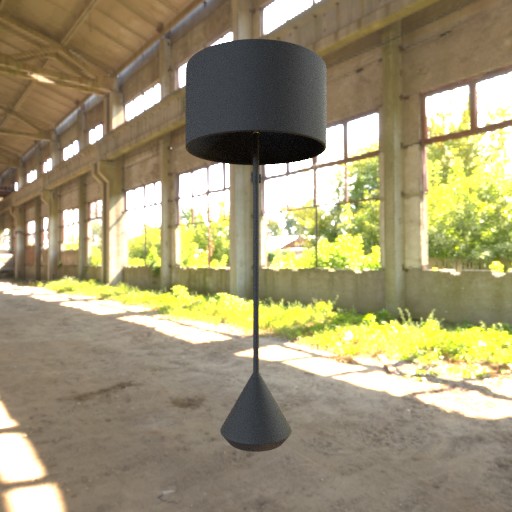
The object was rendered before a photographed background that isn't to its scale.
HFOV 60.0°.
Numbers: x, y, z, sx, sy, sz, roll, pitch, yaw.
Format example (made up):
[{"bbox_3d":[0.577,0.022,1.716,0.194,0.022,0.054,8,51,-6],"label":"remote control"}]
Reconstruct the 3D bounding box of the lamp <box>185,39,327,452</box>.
[{"bbox_3d":[0.000,0.000,1.842,0.580,1.526,0.580,0,0,18],"label":"lamp"}]
